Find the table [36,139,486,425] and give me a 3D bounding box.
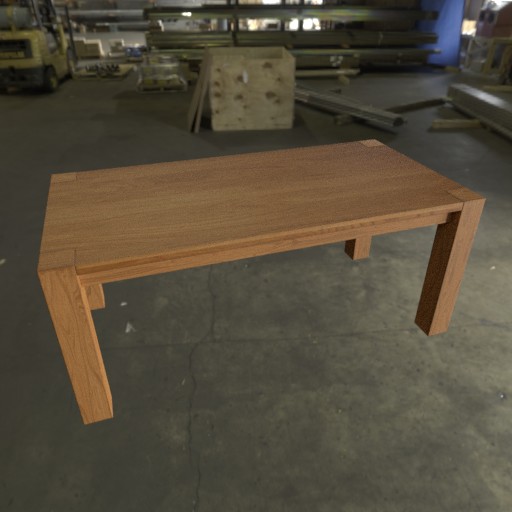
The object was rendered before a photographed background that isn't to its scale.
[{"bbox_3d":[0.000,0.000,2.237,1.800,0.760,0.900,-10,33,-16],"label":"table"}]
